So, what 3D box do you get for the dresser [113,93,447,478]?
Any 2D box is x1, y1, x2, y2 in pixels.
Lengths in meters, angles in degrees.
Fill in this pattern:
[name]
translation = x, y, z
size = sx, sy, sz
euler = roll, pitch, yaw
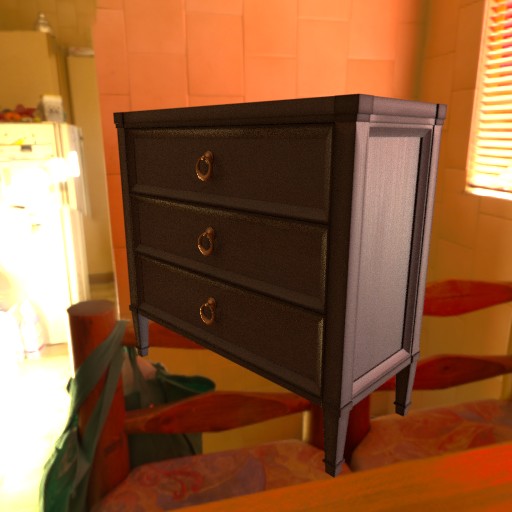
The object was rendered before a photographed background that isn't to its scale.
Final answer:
[dresser]
translation = 0.000, 0.000, 1.565
size = 1.049, 0.986, 0.463
euler = 14, 21, 43
